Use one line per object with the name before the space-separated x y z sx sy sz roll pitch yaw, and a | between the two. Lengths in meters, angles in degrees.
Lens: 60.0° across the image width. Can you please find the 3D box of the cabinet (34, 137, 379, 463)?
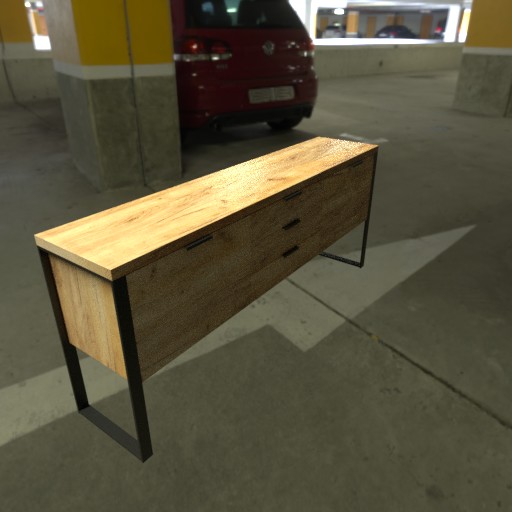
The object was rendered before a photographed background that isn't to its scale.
cabinet | 0.000 0.000 2.101 0.395 0.762 1.800 19 32 32
